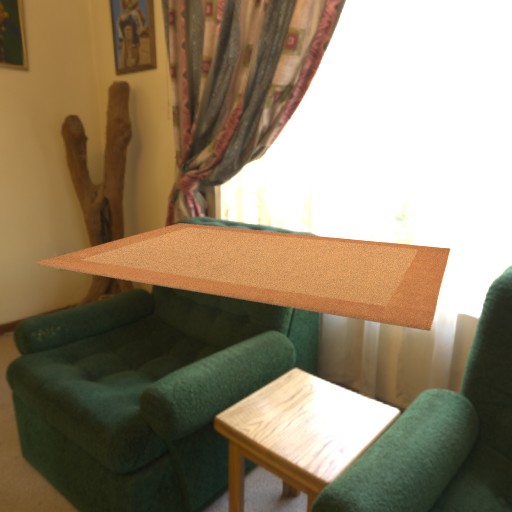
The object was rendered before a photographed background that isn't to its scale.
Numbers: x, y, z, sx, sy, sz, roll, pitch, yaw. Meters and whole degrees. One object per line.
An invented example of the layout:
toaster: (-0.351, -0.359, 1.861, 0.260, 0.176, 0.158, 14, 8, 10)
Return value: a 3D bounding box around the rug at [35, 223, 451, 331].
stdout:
rug: (0.000, 0.000, 2.331, 1.829, 0.014, 1.219, 7, 16, 25)
